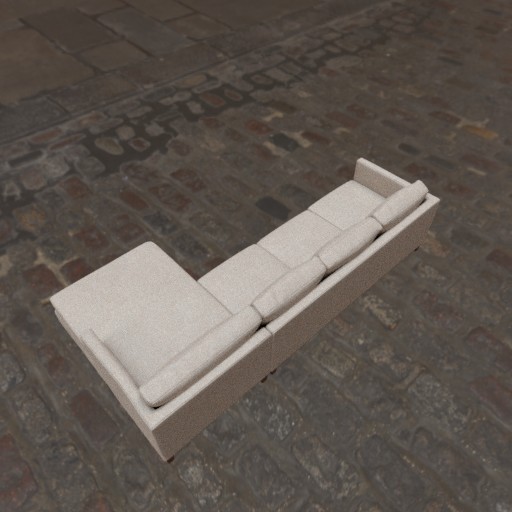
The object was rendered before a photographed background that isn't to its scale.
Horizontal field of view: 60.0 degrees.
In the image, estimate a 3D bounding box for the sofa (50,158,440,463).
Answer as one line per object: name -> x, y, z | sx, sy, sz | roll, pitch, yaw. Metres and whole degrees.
sofa -> 0.000, 0.000, 3.962 | 3.186, 0.846, 1.625 | -34, 56, -27
